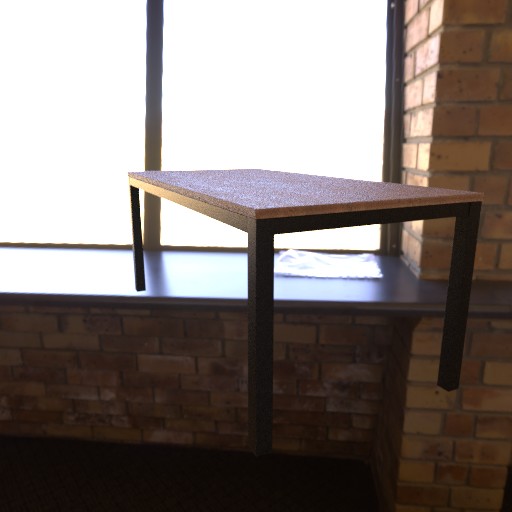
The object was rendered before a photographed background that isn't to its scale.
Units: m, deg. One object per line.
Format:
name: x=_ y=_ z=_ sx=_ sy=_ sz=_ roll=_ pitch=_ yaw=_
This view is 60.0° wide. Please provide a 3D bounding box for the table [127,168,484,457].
table: x=0.000 y=0.000 z=2.243 sx=0.893 sy=0.767 sz=1.805 roll=-7 pitch=16 yaw=-25
